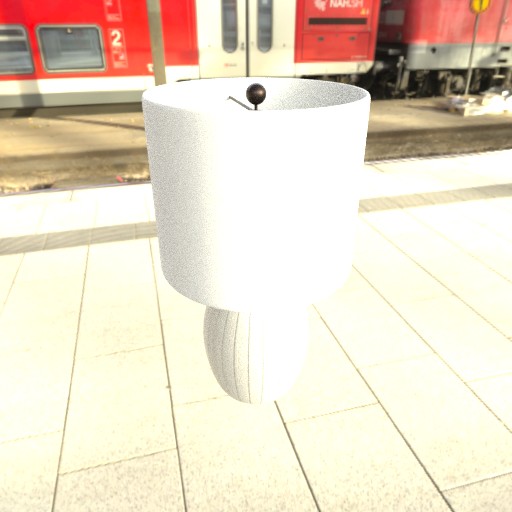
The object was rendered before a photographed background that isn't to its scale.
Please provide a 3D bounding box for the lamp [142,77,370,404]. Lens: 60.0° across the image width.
[{"bbox_3d":[0.000,0.000,0.778,0.328,0.570,0.328,0,28,0],"label":"lamp"}]
